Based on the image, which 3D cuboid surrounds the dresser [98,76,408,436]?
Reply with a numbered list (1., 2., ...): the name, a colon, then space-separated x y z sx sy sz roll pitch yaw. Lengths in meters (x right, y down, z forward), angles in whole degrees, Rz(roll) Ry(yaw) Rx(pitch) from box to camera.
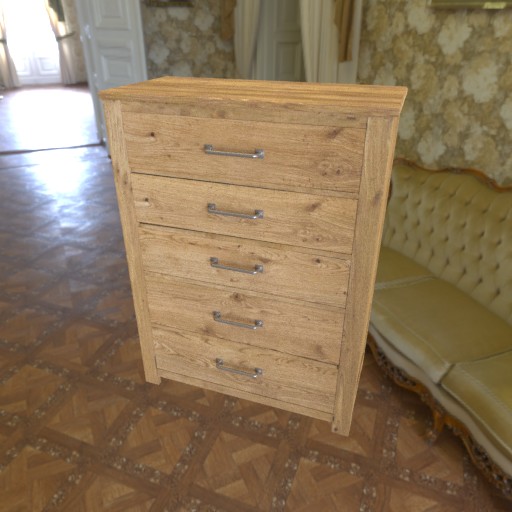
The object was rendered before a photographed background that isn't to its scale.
1. dresser: 0.000 0.000 2.018 1.081 1.431 0.558 9 30 17
